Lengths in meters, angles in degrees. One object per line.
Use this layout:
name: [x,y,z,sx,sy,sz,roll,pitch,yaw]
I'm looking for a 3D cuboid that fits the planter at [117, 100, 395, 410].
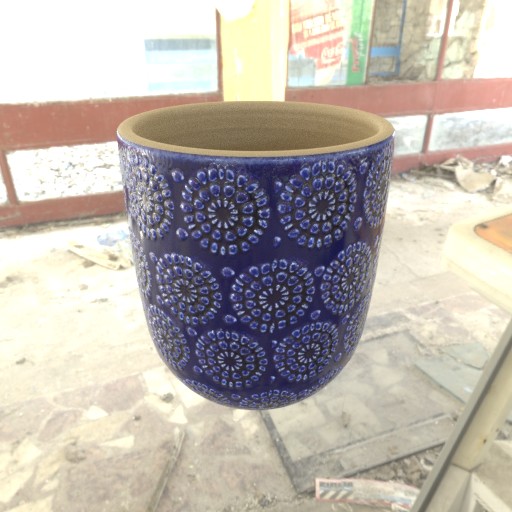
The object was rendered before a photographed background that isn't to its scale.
planter: [0.000,0.000,0.345,0.184,0.206,0.184,0,27,0]
